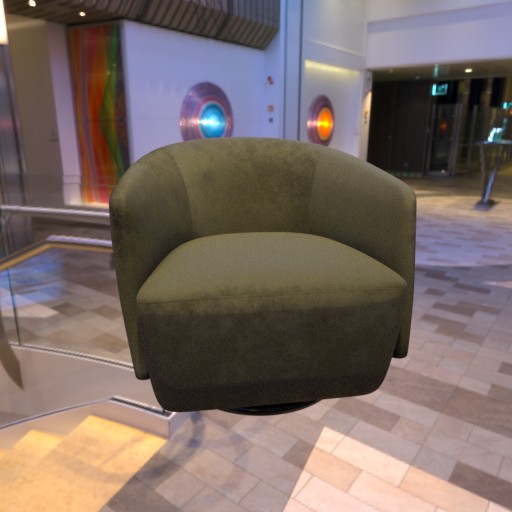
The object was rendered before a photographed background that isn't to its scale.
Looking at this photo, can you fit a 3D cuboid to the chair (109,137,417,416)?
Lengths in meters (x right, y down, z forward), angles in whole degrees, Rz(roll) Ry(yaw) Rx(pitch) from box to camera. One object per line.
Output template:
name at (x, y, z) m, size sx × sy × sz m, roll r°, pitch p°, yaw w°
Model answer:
chair at (0.000, 0.000, 1.370) m, size 0.773 × 0.698 × 0.767 m, roll -2°, pitch 16°, yaw -8°
